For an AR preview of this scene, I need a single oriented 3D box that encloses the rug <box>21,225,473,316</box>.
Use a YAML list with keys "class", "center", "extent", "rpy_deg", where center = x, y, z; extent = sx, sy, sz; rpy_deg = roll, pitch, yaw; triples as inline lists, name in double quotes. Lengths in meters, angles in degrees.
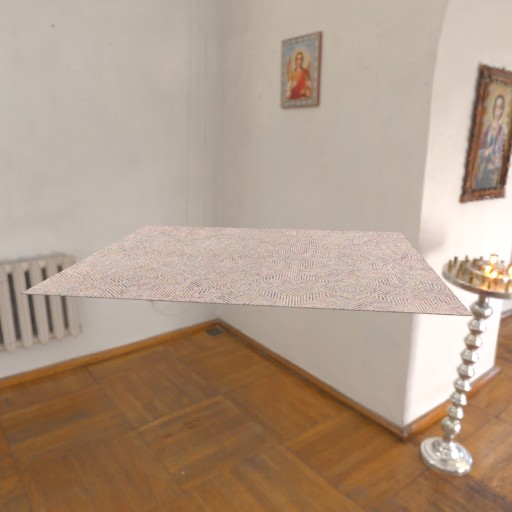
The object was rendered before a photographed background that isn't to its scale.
- class: "rug"
  center: [0.000, 0.000, 4.118]
  extent: [3.046, 0.008, 2.442]
  rpy_deg: [2, 16, 7]
